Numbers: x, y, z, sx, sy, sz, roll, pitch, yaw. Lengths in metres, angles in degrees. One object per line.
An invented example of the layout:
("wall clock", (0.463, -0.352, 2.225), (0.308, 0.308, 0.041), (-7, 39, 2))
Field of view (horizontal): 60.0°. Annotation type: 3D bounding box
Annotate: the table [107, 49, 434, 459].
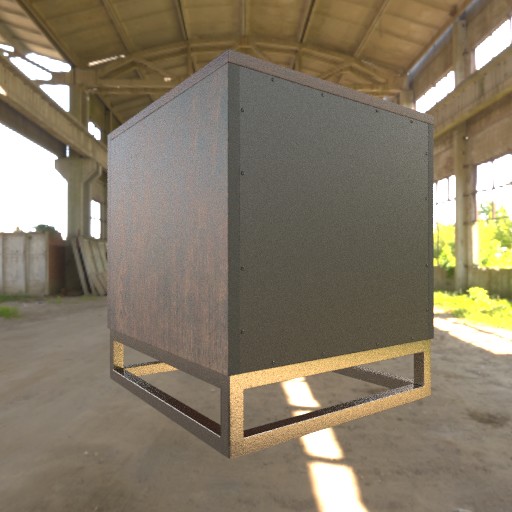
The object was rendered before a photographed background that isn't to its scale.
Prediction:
("table", (0.000, 0.000, 1.000), (0.506, 0.582, 0.566), (0, 0, -36))
